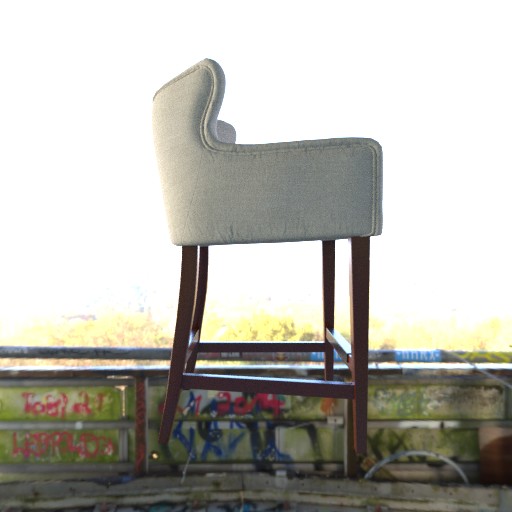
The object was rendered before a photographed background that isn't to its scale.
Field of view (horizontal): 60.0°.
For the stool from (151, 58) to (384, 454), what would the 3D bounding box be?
[{"bbox_3d":[0.000,0.000,1.382,0.637,0.987,0.615,0,1,0],"label":"stool"}]
